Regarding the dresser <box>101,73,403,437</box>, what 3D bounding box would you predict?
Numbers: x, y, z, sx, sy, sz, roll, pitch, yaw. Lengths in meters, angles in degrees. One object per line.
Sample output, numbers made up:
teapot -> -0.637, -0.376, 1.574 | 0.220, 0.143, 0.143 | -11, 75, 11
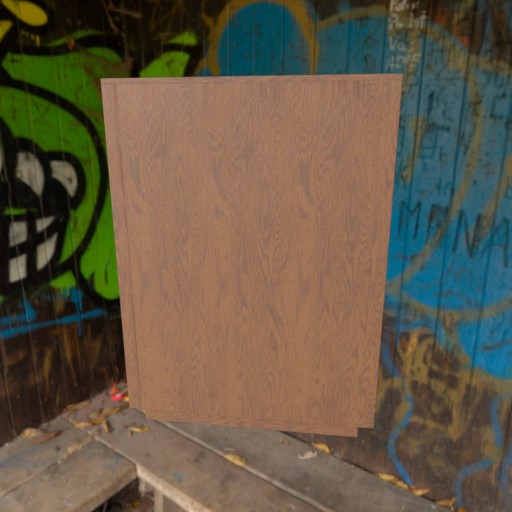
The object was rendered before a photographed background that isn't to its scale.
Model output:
dresser -> 0.000, 0.000, 1.820 | 0.964, 1.320, 0.516 | 2, 16, 7
